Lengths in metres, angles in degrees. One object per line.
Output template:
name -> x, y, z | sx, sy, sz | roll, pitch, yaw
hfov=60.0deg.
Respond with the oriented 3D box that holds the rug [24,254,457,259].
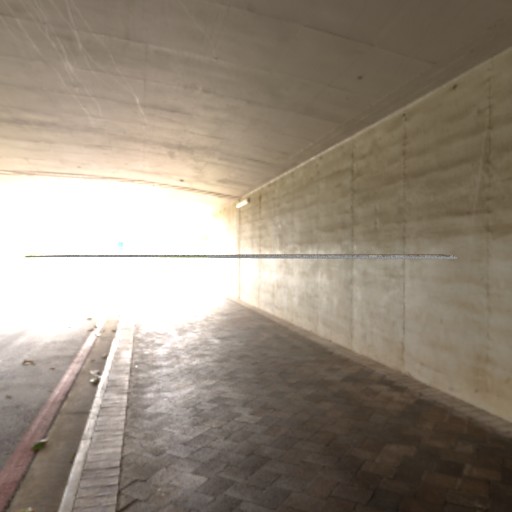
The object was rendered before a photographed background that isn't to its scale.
rug -> 0.000, 0.000, 3.751 | 2.901, 0.026, 2.043 | 0, 0, 18
